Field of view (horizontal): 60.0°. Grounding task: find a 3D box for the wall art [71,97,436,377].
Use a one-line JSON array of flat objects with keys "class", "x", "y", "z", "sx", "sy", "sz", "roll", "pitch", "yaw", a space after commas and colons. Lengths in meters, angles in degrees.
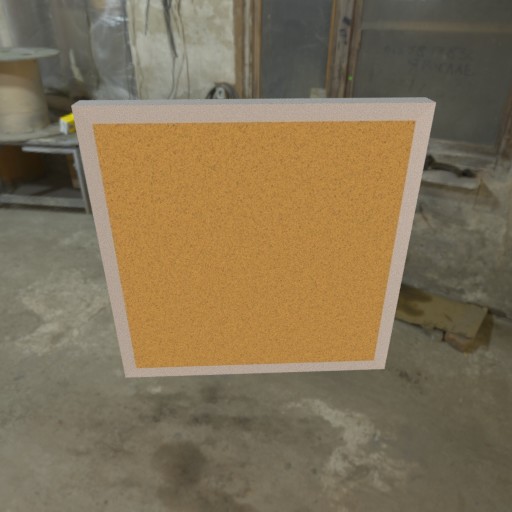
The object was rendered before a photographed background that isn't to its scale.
[{"class": "wall art", "x": 0.000, "y": 0.000, "z": 1.926, "sx": 1.289, "sy": 1.291, "sz": 0.098, "roll": -1, "pitch": 30, "yaw": -2}]
